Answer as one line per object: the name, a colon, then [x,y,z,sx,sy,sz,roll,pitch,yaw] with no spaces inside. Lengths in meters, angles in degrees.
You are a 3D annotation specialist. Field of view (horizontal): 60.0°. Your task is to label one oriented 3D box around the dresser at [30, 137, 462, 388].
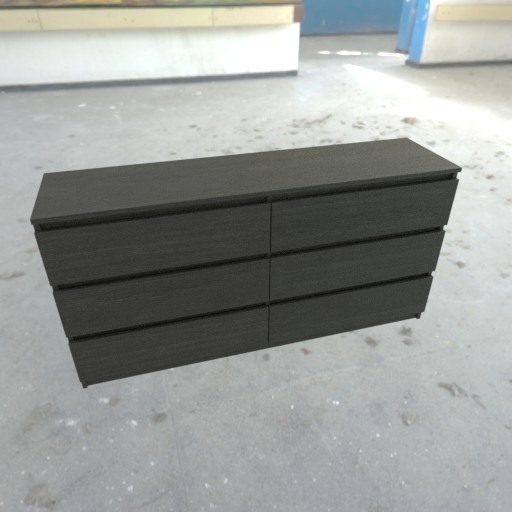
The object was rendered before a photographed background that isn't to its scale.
dresser: [0.000,0.000,1.949,1.590,0.795,0.400,-9,34,-14]
